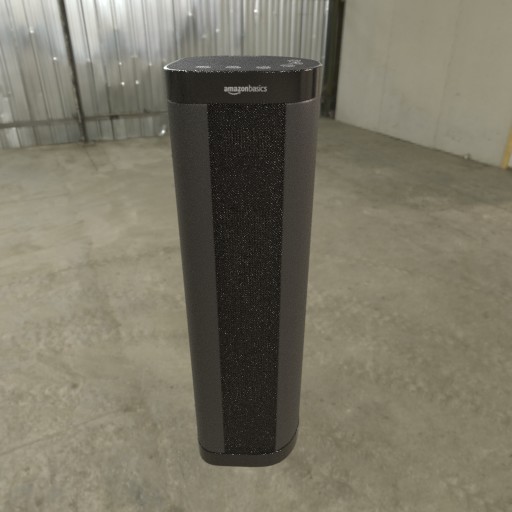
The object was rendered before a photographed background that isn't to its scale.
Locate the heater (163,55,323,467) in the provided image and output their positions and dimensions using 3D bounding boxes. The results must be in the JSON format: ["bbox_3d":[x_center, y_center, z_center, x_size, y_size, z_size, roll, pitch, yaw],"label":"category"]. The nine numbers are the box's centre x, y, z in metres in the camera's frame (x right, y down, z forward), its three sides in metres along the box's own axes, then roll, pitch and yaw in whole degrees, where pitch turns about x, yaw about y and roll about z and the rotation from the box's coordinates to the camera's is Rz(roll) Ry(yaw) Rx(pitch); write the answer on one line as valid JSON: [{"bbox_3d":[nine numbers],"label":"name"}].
[{"bbox_3d":[0.000,0.000,0.668,0.174,0.552,0.312,1,29,2],"label":"heater"}]
